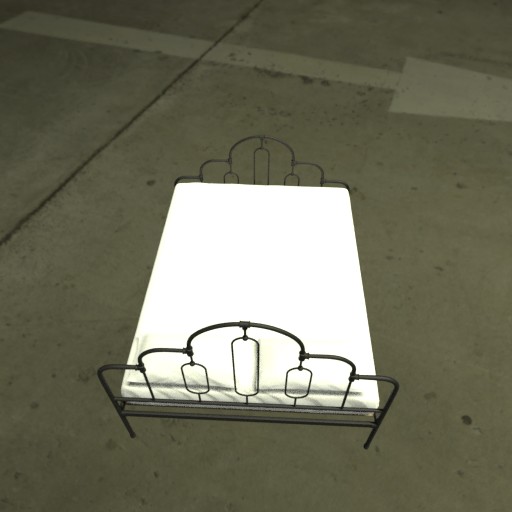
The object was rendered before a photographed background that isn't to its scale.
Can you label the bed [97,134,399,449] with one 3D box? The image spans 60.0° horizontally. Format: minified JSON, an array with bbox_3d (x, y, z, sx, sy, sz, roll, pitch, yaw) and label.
[{"bbox_3d":[0.000,0.000,3.222,1.640,1.429,2.163,2,47,2],"label":"bed"}]
